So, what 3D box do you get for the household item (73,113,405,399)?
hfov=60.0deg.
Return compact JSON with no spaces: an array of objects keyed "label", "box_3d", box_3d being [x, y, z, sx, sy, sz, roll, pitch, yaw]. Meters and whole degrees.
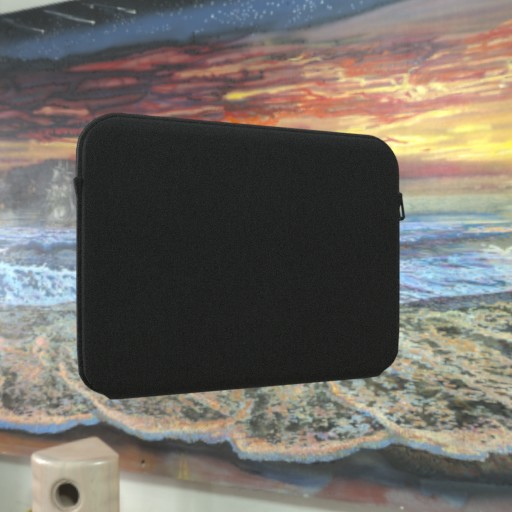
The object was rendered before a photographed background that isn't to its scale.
[{"label":"household item","box_3d":[0.000,0.000,0.517,0.396,0.305,0.030,0,0,-16]}]
